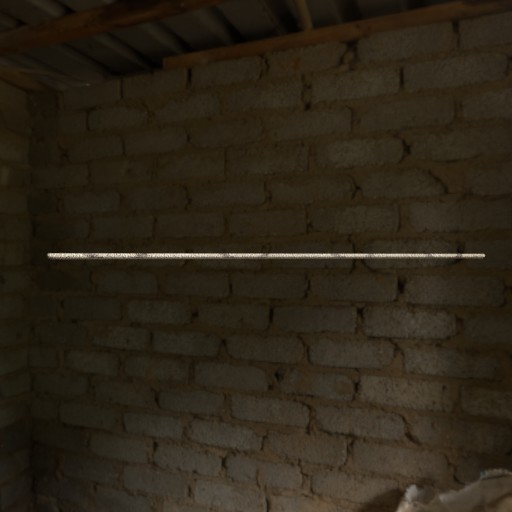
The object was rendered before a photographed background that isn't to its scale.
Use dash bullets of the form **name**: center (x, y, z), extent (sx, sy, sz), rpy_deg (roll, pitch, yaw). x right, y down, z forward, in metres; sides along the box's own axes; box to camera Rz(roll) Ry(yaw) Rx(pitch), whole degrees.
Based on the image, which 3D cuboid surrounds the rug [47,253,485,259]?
- **rug**: center (0.000, 0.000, 2.944), extent (2.348, 0.024, 1.501), rpy_deg (0, 0, -18)
